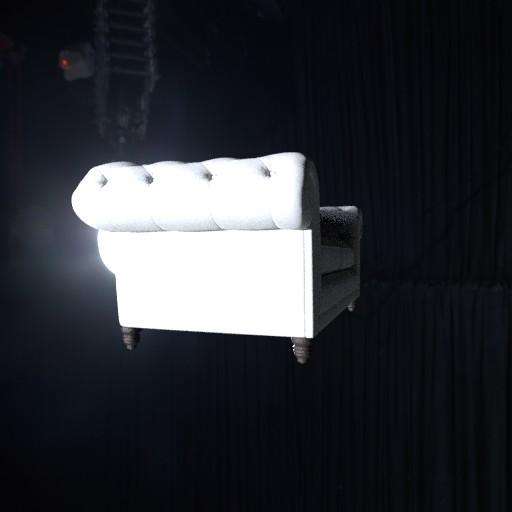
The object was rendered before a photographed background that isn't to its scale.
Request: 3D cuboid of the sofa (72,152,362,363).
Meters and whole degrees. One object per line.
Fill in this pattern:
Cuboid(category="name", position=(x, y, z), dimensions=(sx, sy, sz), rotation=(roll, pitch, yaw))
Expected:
Cuboid(category="sofa", position=(0.000, 0.000, 2.464), dimensions=(0.986, 0.764, 1.998), rotation=(0, 0, 19))
